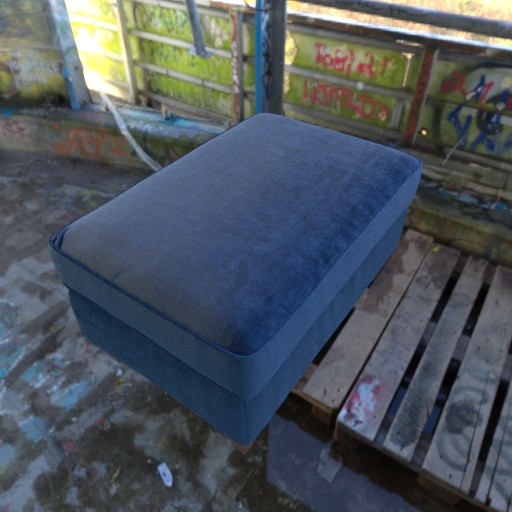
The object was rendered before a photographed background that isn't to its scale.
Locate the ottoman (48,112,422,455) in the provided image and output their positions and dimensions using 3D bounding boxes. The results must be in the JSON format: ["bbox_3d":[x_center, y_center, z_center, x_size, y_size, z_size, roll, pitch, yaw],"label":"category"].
[{"bbox_3d":[0.000,0.000,1.242,0.583,0.484,0.862,26,48,26],"label":"ottoman"}]
